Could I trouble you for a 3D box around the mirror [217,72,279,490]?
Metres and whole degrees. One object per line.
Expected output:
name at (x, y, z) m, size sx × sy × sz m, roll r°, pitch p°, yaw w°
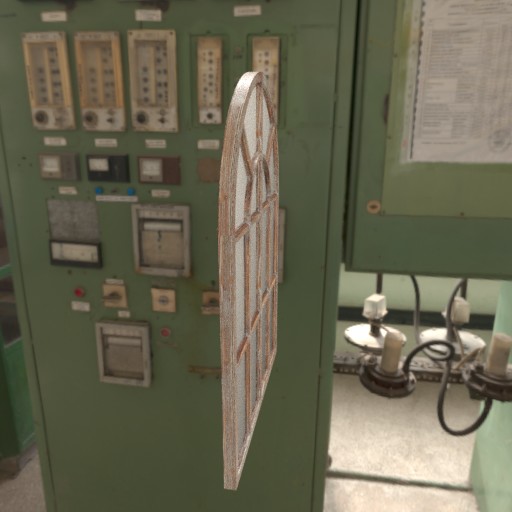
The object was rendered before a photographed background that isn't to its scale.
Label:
mirror at (0.000, 0.000, 1.194) m, size 0.032 × 0.920 × 0.660 m, roll 3°, pitch 17°, yaw 10°
